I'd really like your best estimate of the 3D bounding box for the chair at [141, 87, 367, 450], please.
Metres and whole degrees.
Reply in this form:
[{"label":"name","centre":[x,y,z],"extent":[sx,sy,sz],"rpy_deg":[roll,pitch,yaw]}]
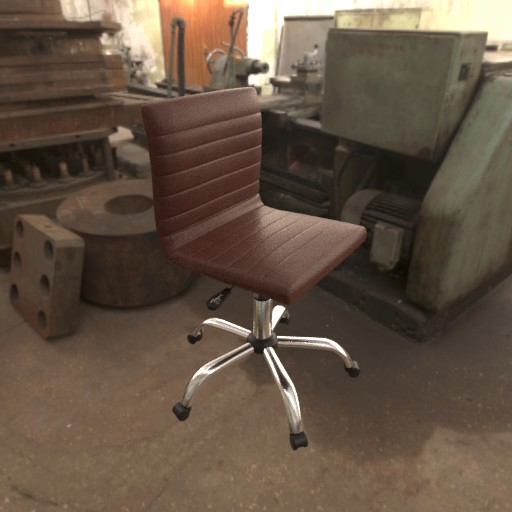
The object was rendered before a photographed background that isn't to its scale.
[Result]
[{"label":"chair","centre":[0.000,0.000,1.152],"extent":[0.530,0.780,0.556],"rpy_deg":[18,32,31]}]
